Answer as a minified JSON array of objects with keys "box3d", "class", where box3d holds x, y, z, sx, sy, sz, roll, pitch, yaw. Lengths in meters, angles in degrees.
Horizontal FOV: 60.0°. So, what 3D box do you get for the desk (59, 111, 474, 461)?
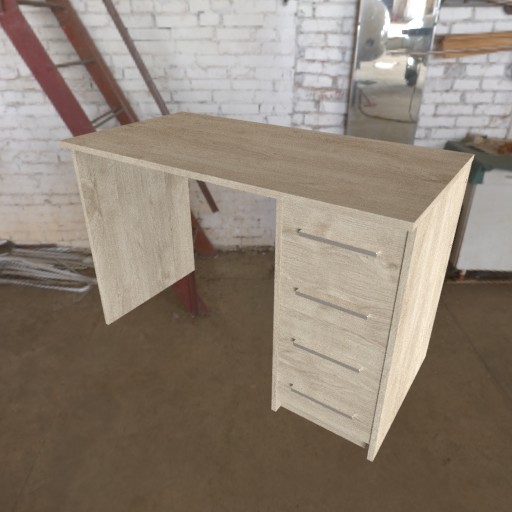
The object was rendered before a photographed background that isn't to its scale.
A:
[{"box3d":[0.000,0.000,1.477,1.096,0.730,0.560,18,33,29],"class":"desk"}]
